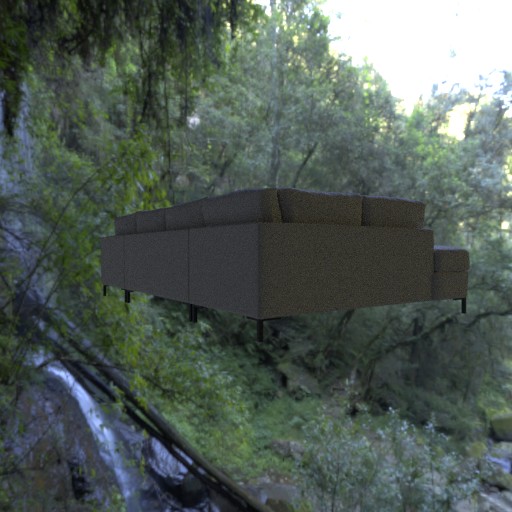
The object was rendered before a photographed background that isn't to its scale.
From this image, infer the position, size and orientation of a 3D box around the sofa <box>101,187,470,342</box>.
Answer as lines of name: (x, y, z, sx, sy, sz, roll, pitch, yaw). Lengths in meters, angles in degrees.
sofa: (0.000, 0.000, 4.050, 1.989, 0.862, 2.984, -1, 1, -35)
